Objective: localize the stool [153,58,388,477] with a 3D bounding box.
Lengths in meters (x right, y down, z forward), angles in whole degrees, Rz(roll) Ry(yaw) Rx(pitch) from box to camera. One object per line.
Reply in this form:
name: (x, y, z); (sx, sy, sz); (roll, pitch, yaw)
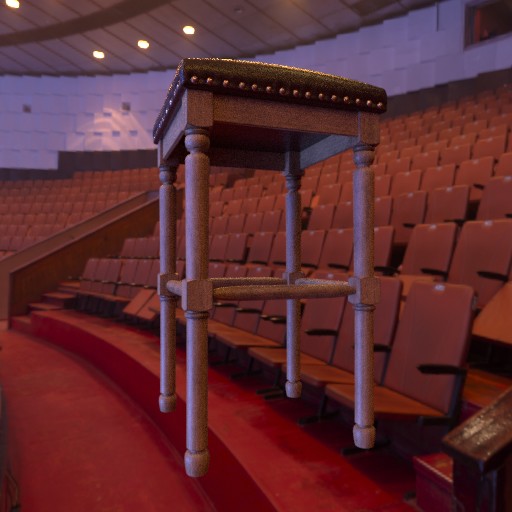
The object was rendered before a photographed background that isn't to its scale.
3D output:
stool: (0.000, 0.000, 0.920); (0.383, 0.702, 0.382); (0, 0, -20)
